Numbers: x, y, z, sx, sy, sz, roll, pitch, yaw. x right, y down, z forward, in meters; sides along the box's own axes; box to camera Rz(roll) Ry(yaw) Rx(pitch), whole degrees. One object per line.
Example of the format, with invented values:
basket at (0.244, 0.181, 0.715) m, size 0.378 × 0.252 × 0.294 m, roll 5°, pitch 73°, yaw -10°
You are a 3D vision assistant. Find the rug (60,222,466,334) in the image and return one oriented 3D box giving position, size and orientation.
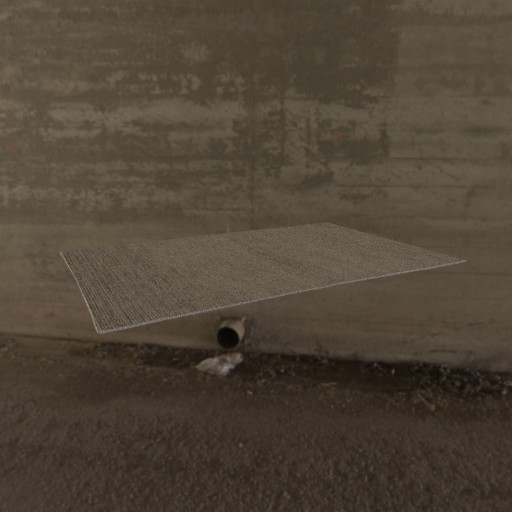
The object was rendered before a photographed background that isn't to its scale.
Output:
rug at (0.000, 0.000, 2.288) m, size 1.773 × 0.021 × 1.149 m, roll -8°, pitch 17°, yaw -27°
